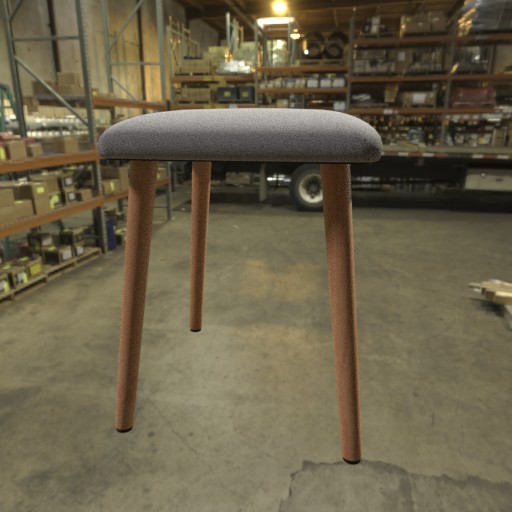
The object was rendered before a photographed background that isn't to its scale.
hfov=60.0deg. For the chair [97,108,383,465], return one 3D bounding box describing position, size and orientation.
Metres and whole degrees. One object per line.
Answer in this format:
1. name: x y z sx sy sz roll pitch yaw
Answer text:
1. chair: 0.000 0.000 0.698 0.350 0.440 0.350 3 17 10
